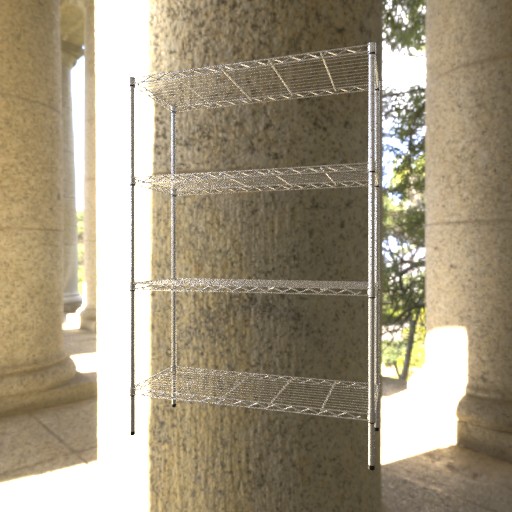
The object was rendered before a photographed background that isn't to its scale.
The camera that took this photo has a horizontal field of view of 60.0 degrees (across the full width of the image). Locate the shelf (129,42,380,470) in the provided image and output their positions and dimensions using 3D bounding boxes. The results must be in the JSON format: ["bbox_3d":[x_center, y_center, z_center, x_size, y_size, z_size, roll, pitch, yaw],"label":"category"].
[{"bbox_3d":[0.000,0.000,1.706,0.907,1.360,0.352,0,0,18],"label":"shelf"}]
